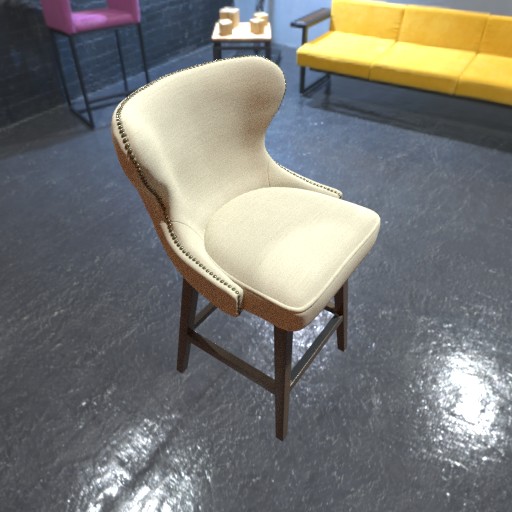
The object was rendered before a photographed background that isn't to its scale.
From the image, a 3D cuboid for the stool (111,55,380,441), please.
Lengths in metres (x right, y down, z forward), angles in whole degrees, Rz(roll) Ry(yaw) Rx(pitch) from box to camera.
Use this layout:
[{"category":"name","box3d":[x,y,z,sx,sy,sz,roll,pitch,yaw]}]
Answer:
[{"category":"stool","box3d":[0.000,0.000,1.341,0.597,0.972,0.615,25,47,26]}]
